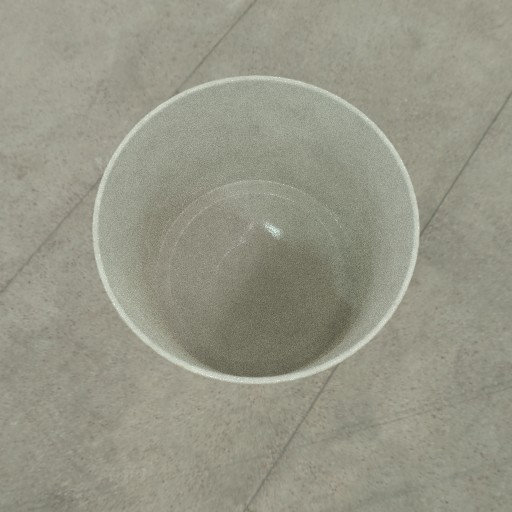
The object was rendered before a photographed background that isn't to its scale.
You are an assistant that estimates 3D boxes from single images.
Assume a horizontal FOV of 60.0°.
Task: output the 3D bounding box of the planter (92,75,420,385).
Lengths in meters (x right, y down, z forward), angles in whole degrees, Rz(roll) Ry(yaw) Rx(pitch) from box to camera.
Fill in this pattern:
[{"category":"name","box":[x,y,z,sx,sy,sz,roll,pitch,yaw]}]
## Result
[{"category":"planter","box":[0.000,0.000,0.453,0.250,0.239,0.250,0,74,0]}]
